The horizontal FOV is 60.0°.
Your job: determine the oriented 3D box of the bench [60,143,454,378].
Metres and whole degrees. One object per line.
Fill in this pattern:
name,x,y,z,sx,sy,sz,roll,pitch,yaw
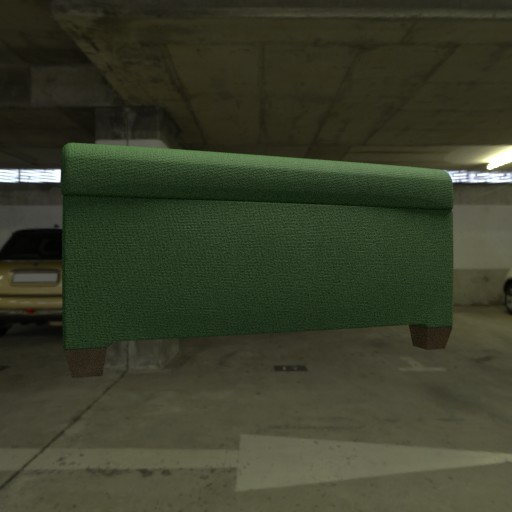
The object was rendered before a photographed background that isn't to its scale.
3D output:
bench,0.000,0.000,1.261,0.989,0.501,0.505,0,0,-18
